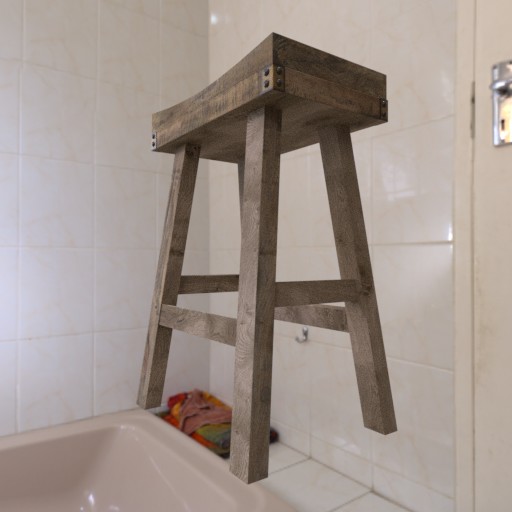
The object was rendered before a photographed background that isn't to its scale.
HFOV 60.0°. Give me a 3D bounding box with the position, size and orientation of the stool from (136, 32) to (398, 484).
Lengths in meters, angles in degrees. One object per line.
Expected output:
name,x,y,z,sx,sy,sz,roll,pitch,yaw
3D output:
stool,0.000,0.000,0.880,0.330,0.635,0.450,0,-1,-36
